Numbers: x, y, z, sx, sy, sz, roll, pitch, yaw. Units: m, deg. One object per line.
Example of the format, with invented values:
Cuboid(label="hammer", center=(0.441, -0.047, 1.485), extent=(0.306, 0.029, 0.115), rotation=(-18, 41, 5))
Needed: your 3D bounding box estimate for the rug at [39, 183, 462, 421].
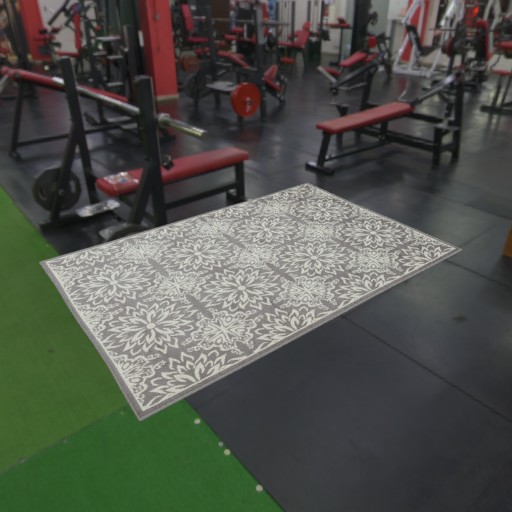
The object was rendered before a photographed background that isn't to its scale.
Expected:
Cuboid(label="rug", center=(0.000, 0.000, 2.314), extent=(1.847, 0.012, 1.224), rotation=(-21, 36, -31))
